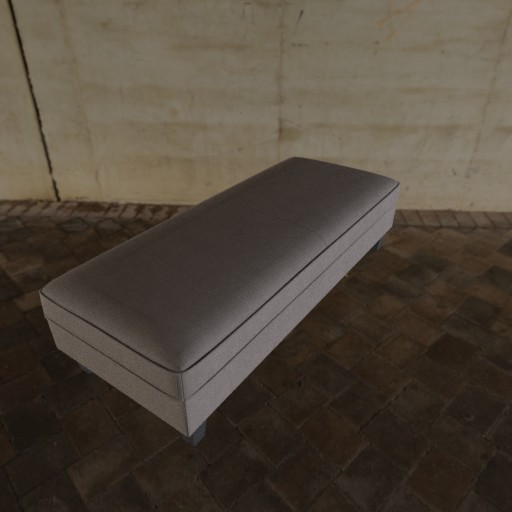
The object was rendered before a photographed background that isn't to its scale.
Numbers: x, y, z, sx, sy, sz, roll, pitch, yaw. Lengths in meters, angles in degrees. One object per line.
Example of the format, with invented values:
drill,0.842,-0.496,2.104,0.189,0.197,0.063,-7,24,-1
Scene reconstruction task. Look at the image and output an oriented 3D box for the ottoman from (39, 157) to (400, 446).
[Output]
ottoman,0.000,0.000,2.088,0.751,0.470,1.764,20,37,30
